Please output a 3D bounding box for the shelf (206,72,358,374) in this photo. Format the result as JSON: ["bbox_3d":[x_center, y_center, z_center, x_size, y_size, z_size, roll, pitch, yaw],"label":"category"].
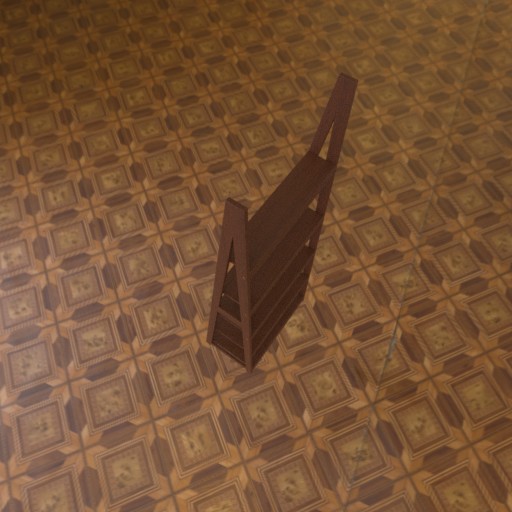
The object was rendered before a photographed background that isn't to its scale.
[{"bbox_3d":[0.000,0.000,2.074,0.350,1.770,0.600,32,67,16],"label":"shelf"}]
